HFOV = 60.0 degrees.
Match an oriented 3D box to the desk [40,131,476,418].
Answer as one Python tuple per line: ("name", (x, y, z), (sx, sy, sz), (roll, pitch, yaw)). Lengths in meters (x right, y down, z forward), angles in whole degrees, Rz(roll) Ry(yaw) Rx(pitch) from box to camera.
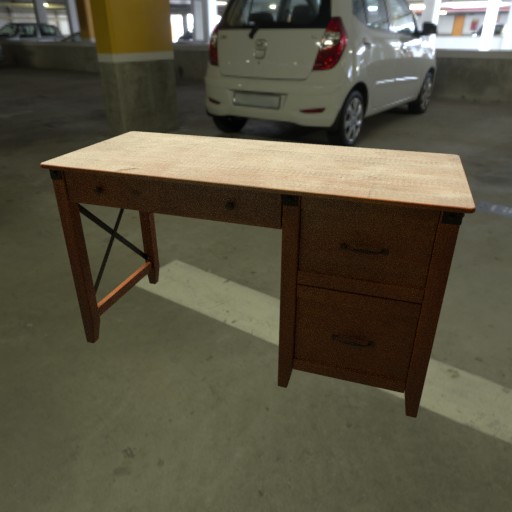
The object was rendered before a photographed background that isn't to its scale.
("desk", (0.000, 0.000, 1.711), (1.353, 0.756, 0.574), (8, 28, 16))
